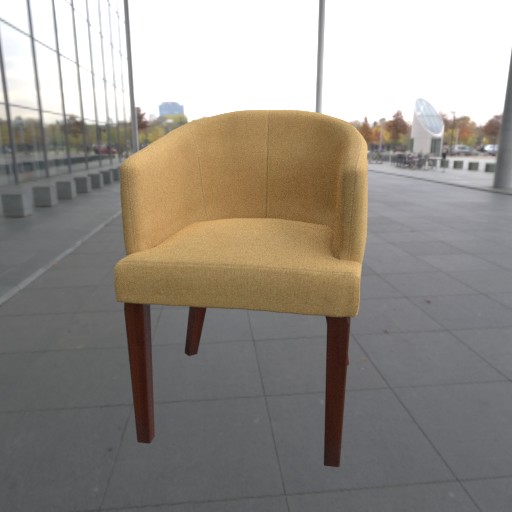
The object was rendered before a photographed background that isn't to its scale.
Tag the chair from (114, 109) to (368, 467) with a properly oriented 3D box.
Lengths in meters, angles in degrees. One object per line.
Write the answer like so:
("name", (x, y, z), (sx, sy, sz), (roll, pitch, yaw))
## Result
("chair", (0.000, 0.000, 1.220), (0.583, 0.811, 0.655), (2, 14, 9))
